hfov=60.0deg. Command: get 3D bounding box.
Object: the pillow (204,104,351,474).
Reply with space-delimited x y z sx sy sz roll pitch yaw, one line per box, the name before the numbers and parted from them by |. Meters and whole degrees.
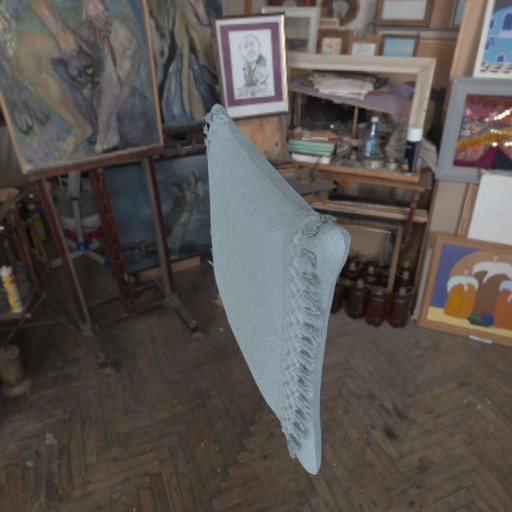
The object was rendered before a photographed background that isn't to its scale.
pillow | 0.000 0.000 0.591 0.084 0.305 0.466 -8 32 -14
